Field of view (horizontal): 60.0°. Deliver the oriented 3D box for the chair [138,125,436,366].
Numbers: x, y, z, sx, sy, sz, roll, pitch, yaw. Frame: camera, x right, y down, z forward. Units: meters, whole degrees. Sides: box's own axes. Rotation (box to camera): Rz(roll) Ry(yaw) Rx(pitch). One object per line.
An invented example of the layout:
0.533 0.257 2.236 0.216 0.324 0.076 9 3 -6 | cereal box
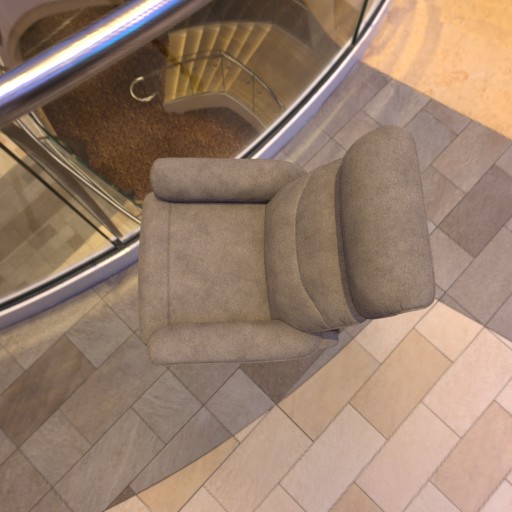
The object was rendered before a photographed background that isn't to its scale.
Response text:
0.000 0.000 1.768 1.009 1.036 0.830 -2 76 -1 | chair
